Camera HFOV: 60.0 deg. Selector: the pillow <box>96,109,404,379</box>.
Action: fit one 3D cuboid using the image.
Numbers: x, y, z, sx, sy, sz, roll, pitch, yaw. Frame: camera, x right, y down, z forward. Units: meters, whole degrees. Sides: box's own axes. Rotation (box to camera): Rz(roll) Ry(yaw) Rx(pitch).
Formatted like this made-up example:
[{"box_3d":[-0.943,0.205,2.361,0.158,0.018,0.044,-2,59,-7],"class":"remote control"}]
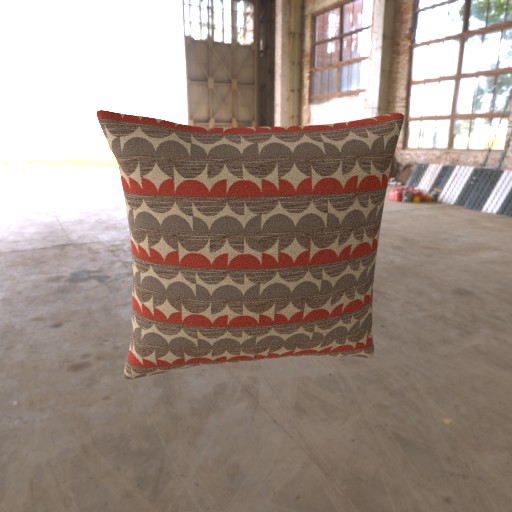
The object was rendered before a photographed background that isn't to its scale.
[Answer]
[{"box_3d":[0.000,0.000,0.661,0.420,0.410,0.180,-2,15,-8],"class":"pillow"}]
